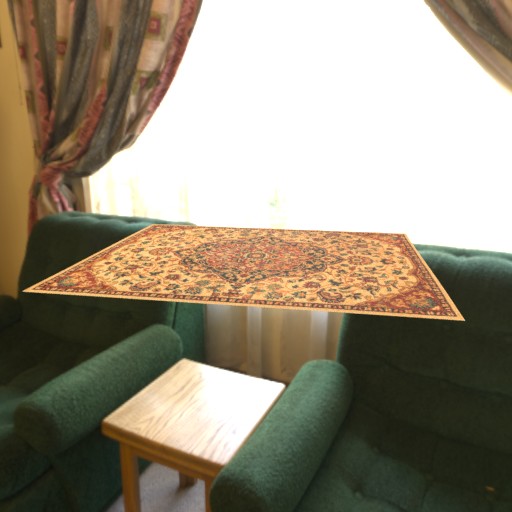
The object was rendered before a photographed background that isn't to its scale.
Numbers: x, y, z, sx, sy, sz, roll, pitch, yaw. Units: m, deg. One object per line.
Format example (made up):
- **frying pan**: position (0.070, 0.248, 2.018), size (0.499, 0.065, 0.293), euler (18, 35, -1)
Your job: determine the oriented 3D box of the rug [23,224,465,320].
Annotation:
- **rug**: position (0.000, 0.000, 4.173), size (3.067, 0.005, 2.454), euler (3, 16, 9)
